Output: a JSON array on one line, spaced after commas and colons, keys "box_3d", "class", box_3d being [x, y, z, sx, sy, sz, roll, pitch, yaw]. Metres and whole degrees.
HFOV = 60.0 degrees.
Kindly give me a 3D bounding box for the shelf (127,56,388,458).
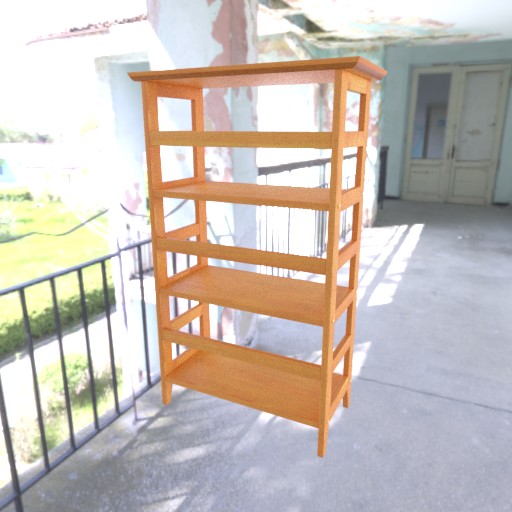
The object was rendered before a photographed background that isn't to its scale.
[{"box_3d": [0.000, 0.000, 1.383, 0.660, 1.067, 0.305, 8, 18, 26], "class": "shelf"}]
